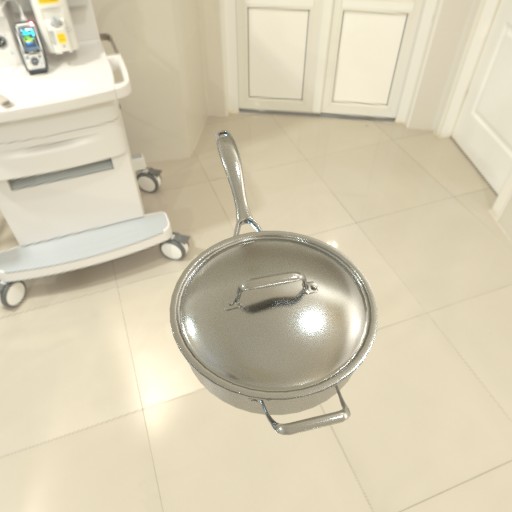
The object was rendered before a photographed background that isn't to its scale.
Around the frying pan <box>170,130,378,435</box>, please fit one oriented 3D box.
[{"bbox_3d":[0.000,0.000,0.596,0.245,0.111,0.492,-10,47,-9],"label":"frying pan"}]
